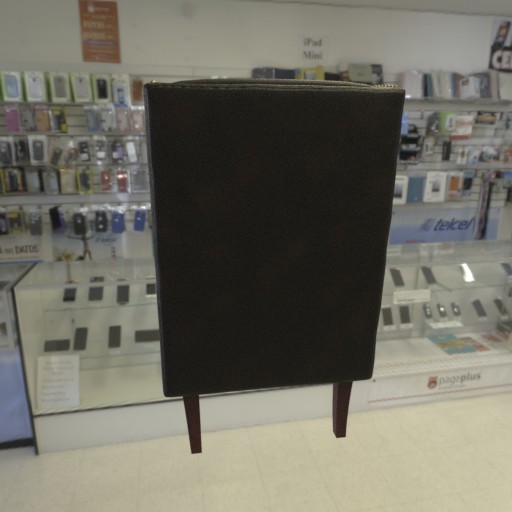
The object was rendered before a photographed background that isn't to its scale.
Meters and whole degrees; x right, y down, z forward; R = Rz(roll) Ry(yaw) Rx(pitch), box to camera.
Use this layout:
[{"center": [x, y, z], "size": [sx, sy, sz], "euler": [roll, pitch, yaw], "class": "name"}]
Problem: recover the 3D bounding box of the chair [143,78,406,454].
[{"center": [0.000, 0.000, 1.634], "size": [0.703, 1.142, 0.799], "euler": [-2, 15, -9], "class": "chair"}]
